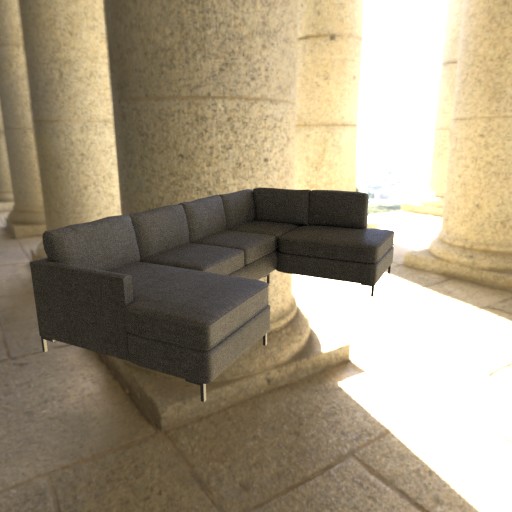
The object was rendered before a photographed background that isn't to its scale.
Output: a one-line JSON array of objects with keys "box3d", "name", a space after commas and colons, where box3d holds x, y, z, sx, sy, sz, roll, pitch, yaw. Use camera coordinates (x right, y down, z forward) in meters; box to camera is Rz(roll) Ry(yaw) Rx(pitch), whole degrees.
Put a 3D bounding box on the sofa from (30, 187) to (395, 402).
[{"box3d": [0.000, 0.000, 4.316, 2.048, 0.999, 3.423, 7, 16, 26], "name": "sofa"}]
